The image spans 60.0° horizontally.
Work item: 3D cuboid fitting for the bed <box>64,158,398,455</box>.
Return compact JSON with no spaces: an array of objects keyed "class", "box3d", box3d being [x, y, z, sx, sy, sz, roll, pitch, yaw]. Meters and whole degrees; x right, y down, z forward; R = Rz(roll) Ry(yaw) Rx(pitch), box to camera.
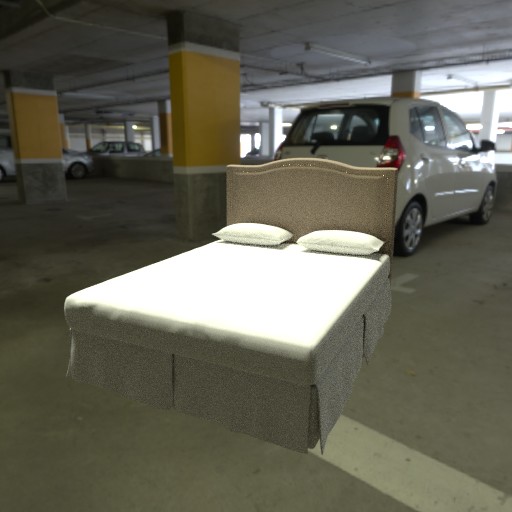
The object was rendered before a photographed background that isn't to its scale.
[{"class":"bed","box3d":[0.000,0.000,3.428,1.821,1.436,2.282,7,15,25]}]
